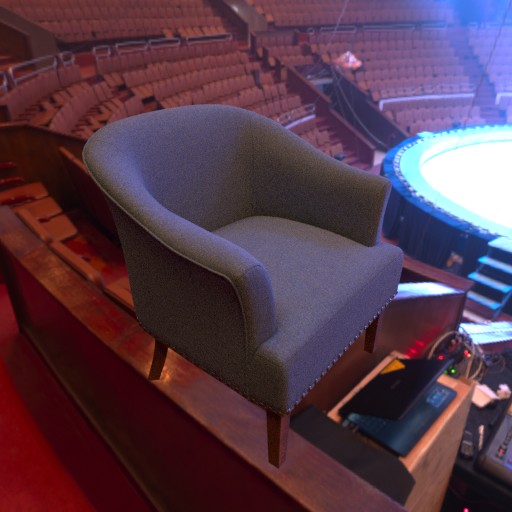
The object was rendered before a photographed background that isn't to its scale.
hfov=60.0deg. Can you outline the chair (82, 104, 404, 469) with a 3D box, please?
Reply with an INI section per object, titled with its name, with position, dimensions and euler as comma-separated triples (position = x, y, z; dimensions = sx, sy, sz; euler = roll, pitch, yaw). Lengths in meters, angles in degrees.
[chair]
position = 0.000, 0.000, 1.374
dimensions = 0.704, 0.815, 0.798
euler = 20, 34, 33
